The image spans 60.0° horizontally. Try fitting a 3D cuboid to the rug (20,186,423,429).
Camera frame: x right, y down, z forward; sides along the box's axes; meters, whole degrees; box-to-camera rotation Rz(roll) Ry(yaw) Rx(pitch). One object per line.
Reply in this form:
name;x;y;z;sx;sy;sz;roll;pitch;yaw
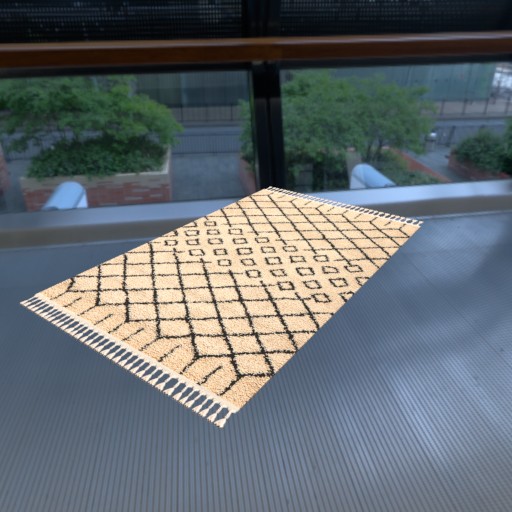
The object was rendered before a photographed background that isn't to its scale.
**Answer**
rug;0.000;0.000;2.407;1.196;0.008;2.006;19;33;31
